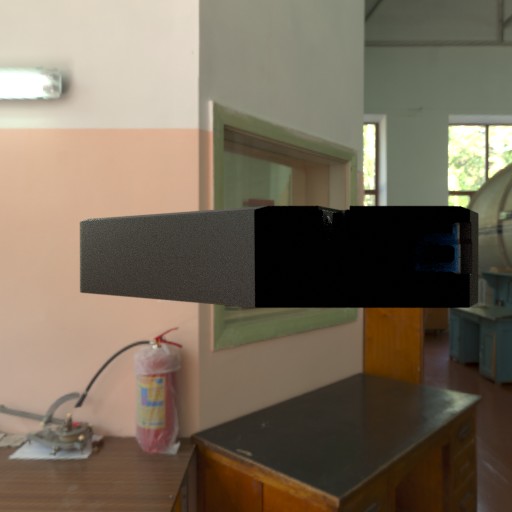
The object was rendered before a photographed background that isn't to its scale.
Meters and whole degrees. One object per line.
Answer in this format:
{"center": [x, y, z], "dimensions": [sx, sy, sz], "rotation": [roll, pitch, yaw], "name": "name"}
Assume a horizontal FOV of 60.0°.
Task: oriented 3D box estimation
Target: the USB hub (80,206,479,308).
{"center": [0.000, 0.000, 0.127], "dimensions": [0.110, 0.023, 0.044], "rotation": [0, 0, 35], "name": "USB hub"}
